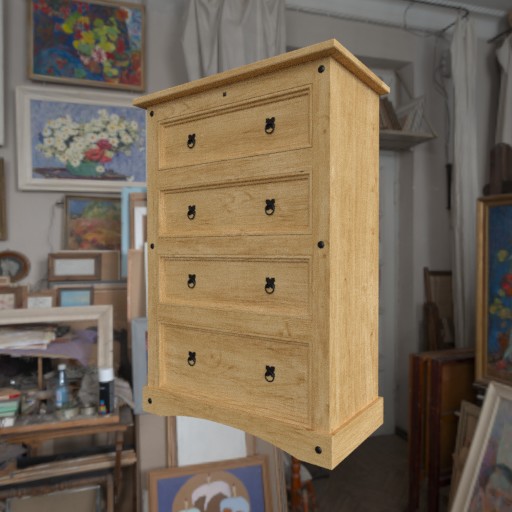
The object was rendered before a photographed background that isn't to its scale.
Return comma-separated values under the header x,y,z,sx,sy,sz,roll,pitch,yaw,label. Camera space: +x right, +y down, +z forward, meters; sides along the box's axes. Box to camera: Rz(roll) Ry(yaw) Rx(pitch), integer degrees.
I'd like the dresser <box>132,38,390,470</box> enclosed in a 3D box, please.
x,y,z,sx,sy,sz,roll,pitch,yaw,label
0.000,0.000,1.773,0.915,1.300,0.485,1,1,35,dresser
